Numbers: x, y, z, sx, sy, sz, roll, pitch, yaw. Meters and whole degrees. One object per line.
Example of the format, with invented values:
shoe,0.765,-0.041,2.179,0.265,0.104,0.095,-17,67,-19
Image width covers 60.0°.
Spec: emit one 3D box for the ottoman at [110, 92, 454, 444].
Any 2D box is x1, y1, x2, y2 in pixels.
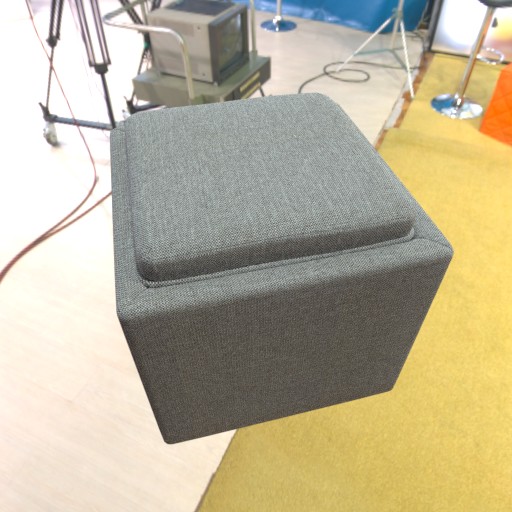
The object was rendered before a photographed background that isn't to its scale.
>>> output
ottoman,0.000,0.000,0.825,0.450,0.460,0.450,-10,46,-10
